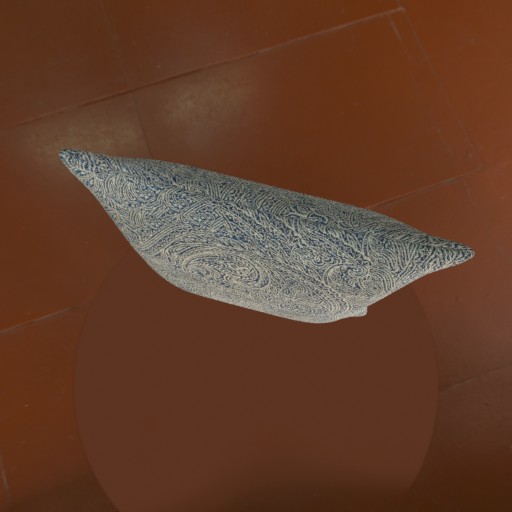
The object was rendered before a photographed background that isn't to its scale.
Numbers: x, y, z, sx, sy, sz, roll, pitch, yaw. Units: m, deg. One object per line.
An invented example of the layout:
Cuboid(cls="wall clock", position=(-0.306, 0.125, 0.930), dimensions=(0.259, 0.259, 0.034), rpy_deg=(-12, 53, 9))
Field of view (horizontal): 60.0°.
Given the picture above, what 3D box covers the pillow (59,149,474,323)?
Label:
Cuboid(cls="pillow", position=(0.000, 0.000, 0.774), dimensions=(0.523, 0.510, 0.166), rpy_deg=(14, 76, 4))
